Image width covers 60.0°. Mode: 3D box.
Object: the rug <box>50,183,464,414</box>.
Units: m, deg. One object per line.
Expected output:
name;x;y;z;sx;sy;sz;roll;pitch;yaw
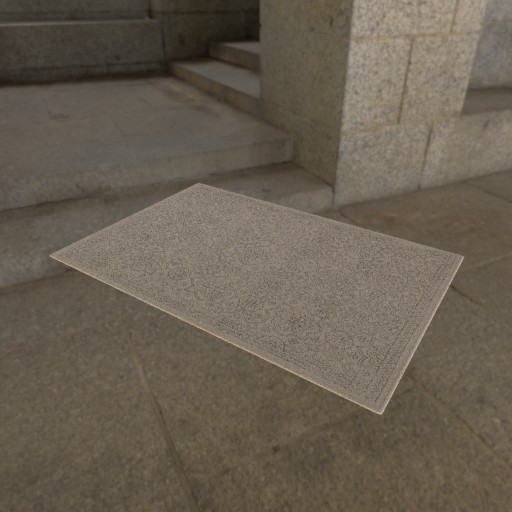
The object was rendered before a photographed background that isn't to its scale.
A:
rug;0.000;0.000;2.928;2.286;0.011;1.524;19;36;29
